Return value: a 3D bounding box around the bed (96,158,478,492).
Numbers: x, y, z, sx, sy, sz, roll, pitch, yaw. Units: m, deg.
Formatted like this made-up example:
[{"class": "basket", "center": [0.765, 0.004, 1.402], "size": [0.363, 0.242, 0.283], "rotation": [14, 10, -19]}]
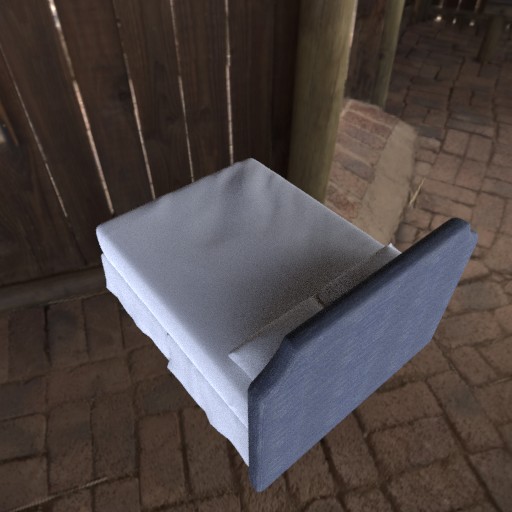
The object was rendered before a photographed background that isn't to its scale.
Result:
[{"class": "bed", "center": [0.000, 0.000, 3.102], "size": [1.693, 1.290, 2.116], "rotation": [-30, 52, -27]}]
